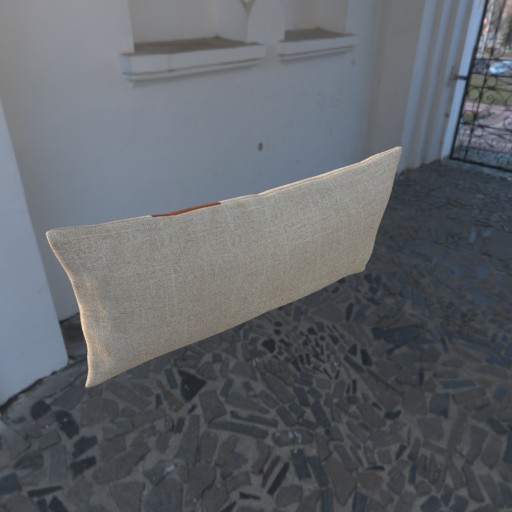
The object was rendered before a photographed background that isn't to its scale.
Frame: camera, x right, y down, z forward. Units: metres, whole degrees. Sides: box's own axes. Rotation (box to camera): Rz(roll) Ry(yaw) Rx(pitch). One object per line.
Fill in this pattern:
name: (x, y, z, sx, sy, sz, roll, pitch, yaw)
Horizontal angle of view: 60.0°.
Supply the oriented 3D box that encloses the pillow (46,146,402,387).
pillow: (0.000, 0.000, 0.738, 0.612, 0.282, 0.155, -19, 34, -30)
